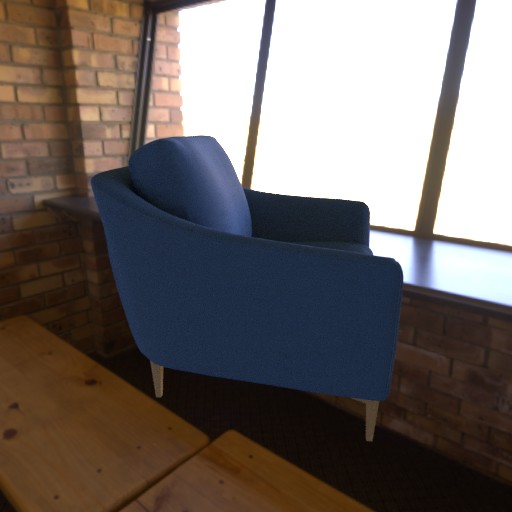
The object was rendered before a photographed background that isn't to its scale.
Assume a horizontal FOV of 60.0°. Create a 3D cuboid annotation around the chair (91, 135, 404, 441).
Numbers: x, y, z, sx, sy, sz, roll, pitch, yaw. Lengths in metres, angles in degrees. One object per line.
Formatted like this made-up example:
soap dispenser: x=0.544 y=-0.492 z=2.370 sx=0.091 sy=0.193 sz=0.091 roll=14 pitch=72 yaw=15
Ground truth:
chair: x=0.000 y=0.000 z=1.718 sx=0.961 sy=0.899 sz=0.987 roll=2 pitch=17 yaw=8
